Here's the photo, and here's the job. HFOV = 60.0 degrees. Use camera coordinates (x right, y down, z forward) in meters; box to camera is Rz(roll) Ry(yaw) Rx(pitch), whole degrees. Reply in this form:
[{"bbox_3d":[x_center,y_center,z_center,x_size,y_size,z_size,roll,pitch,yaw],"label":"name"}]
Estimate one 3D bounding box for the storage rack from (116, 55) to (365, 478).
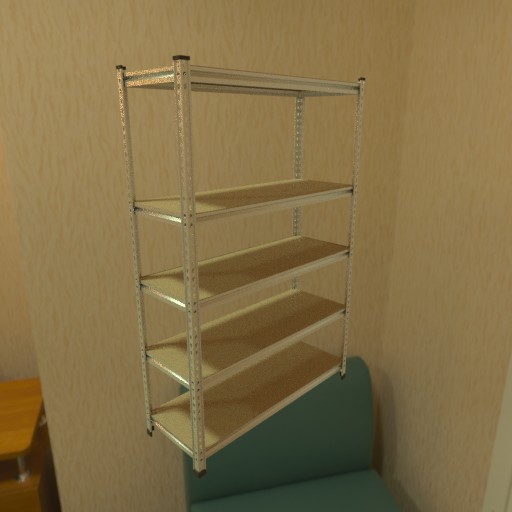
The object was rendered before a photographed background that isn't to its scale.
[{"bbox_3d":[0.000,0.000,2.381,0.457,1.829,1.219,16,23,42],"label":"storage rack"}]
